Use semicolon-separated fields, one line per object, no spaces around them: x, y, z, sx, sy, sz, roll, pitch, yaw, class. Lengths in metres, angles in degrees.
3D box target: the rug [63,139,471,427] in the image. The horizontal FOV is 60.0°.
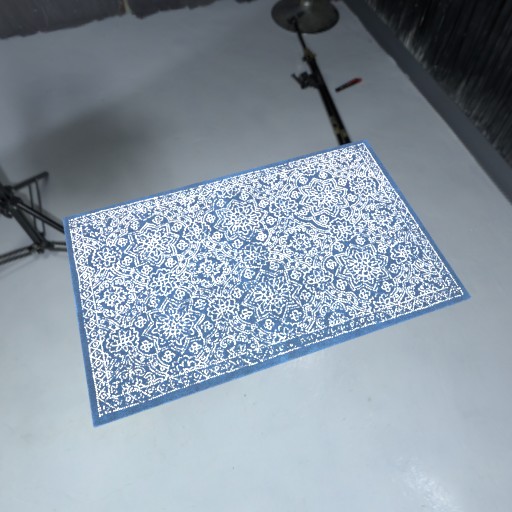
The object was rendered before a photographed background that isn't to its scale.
0.000;0.000;3.048;2.441;0.015;1.526;-17;60;-10;rug
